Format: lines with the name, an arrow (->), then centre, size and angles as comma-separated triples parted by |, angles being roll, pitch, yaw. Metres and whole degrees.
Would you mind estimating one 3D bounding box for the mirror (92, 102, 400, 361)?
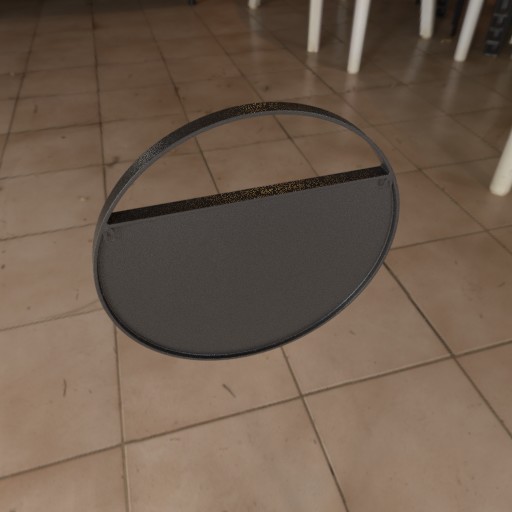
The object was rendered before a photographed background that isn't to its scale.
mirror -> 0.000, 0.000, 0.816 | 0.565, 0.565, 0.032 | -12, 43, -13
